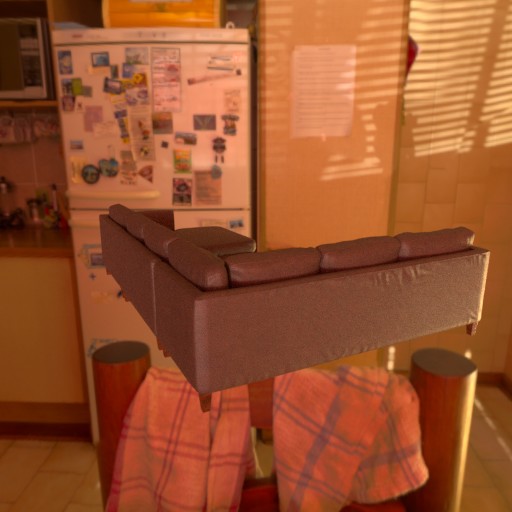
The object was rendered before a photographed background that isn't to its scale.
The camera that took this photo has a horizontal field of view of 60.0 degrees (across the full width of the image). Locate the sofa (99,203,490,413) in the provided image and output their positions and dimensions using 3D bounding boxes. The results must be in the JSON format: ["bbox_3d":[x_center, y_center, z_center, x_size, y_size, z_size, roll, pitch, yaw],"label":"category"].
[{"bbox_3d":[0.000,0.000,4.576,2.593,0.923,3.460,-7,16,-27],"label":"sofa"}]
